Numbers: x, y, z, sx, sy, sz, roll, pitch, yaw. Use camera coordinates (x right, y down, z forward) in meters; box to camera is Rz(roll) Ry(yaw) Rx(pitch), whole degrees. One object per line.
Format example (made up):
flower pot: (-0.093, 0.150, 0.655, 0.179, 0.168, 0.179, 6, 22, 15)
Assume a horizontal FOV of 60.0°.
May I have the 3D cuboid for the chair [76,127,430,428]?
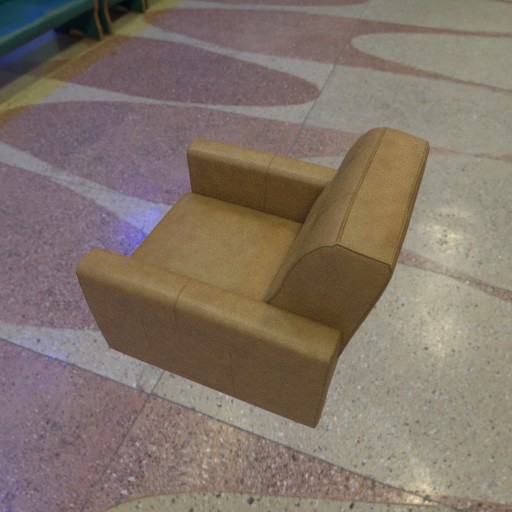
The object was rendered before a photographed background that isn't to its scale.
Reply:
chair: (0.000, 0.000, 1.633, 0.942, 0.968, 0.845, 18, 49, 16)
